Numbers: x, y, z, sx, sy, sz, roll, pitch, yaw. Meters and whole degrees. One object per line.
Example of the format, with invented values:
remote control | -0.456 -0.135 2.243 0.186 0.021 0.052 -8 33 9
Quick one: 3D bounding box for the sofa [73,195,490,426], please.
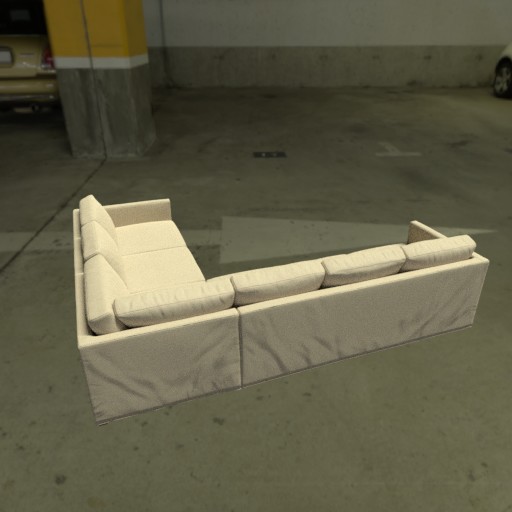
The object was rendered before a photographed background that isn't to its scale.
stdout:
sofa | 0.000 0.000 4.229 3.182 0.871 2.432 -10 29 -18
